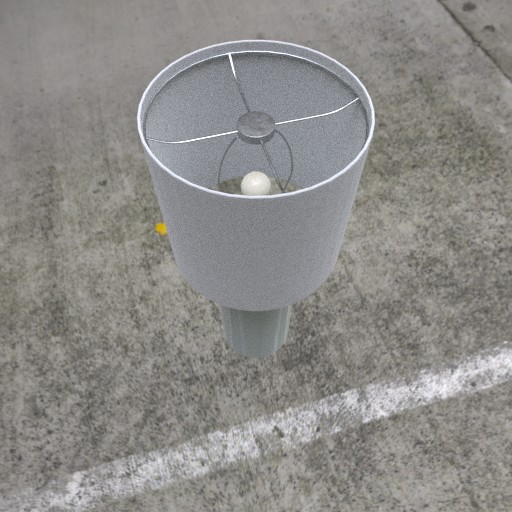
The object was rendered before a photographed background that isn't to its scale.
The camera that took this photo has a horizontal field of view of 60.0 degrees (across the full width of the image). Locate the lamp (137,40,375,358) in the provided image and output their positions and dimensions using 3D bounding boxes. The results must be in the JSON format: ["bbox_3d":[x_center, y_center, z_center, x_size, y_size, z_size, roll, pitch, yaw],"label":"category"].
[{"bbox_3d":[0.000,0.000,0.605,0.212,0.493,0.212,-13,58,-8],"label":"lamp"}]
